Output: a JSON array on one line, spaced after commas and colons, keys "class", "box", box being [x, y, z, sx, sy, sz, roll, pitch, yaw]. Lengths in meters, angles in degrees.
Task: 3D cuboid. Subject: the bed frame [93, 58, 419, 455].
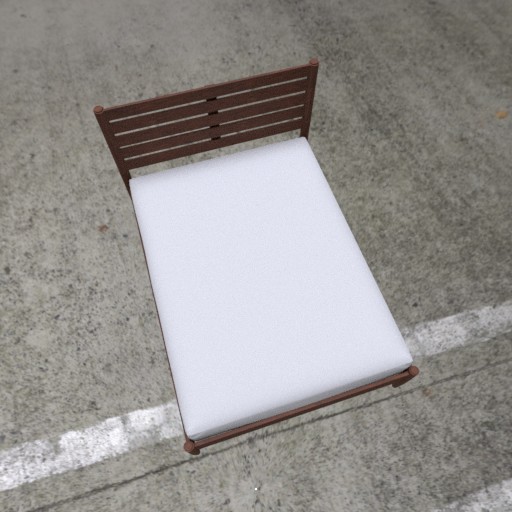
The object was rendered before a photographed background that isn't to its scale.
[{"class": "bed frame", "box": [0.000, 0.000, 3.244, 1.655, 1.321, 2.234, -16, 63, -8]}]
